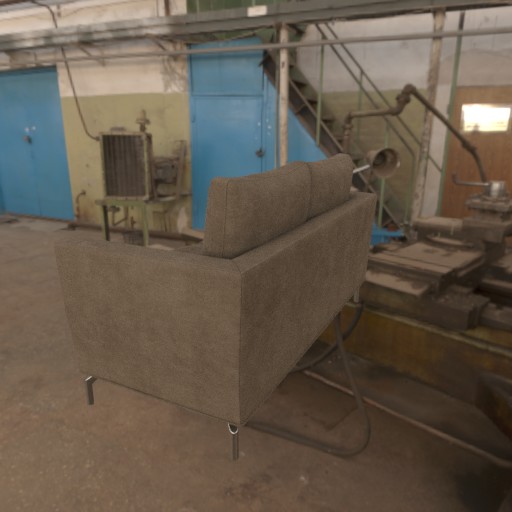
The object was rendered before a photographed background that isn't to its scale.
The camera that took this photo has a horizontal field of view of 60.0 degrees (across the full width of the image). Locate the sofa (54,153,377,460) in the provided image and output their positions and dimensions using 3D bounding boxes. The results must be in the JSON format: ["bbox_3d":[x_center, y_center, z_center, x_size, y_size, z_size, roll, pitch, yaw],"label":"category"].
[{"bbox_3d":[0.000,0.000,2.365,0.855,1.013,1.832,8,19,26],"label":"sofa"}]
